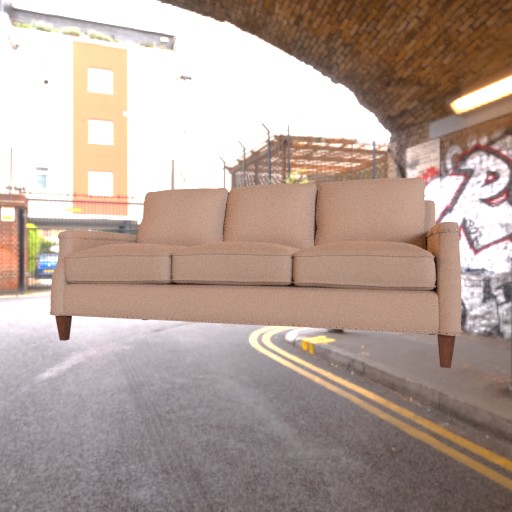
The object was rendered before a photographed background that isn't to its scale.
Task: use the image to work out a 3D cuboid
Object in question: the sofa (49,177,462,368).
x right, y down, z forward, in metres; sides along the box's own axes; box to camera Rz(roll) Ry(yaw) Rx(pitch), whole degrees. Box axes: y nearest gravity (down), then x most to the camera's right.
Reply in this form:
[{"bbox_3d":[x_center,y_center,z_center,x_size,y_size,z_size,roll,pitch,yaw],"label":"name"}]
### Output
[{"bbox_3d":[0.000,0.000,2.776,2.246,1.003,1.084,0,0,18],"label":"sofa"}]
